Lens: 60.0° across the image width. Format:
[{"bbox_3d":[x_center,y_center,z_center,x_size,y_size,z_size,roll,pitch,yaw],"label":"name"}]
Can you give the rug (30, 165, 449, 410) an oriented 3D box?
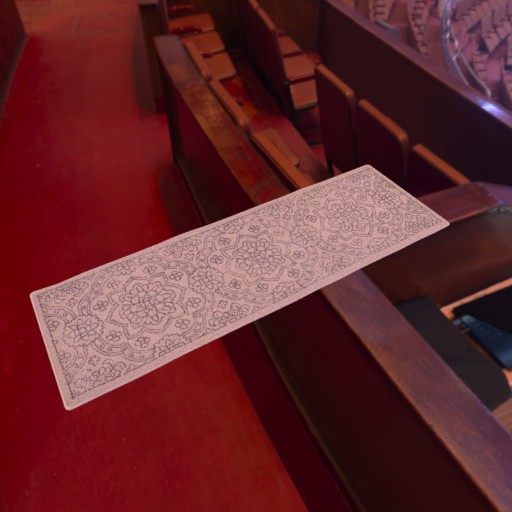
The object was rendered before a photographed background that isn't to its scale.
[{"bbox_3d":[0.000,0.000,2.633,2.431,0.006,0.806,-23,50,-21],"label":"rug"}]
